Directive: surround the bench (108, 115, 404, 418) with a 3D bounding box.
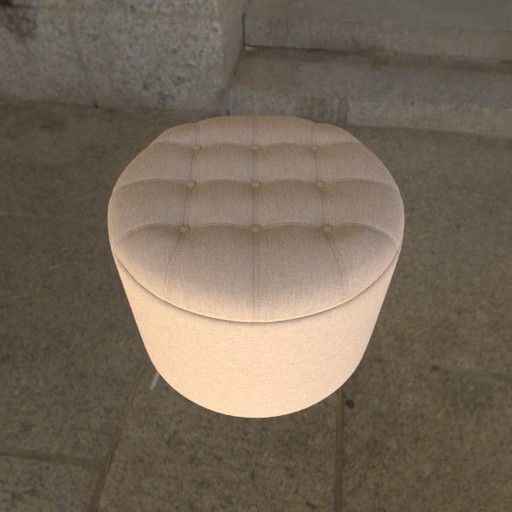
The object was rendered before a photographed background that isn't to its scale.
[{"bbox_3d":[0.000,0.000,1.029,0.600,0.454,0.600,0,47,0],"label":"bench"}]
